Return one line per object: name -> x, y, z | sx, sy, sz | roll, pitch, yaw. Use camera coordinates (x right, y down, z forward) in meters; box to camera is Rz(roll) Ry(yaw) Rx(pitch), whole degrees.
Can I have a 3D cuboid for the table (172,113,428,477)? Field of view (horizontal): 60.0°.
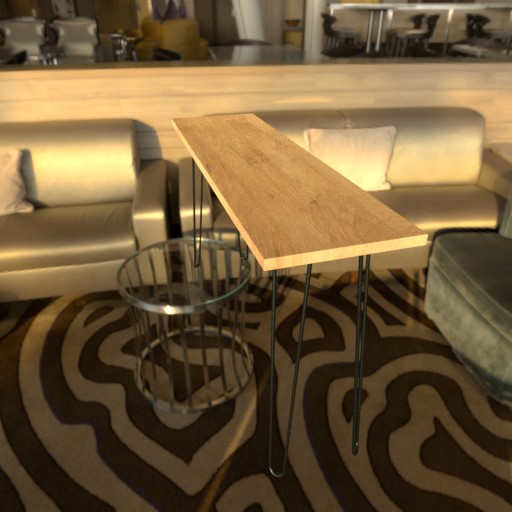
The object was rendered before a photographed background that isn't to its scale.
table -> 0.000, 0.000, 1.748 | 0.399, 0.799, 1.400 | -9, 30, -15
